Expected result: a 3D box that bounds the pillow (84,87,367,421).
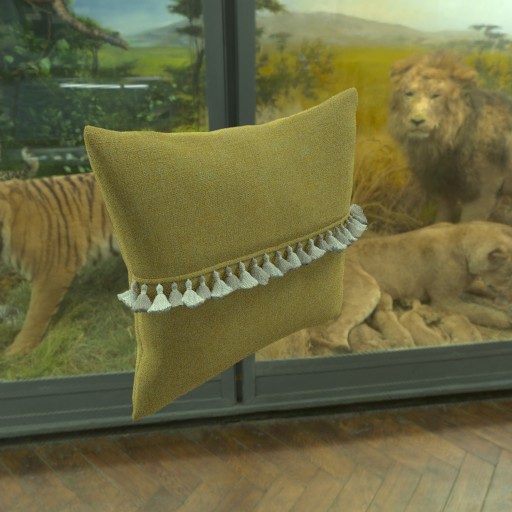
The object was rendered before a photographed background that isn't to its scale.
[{"bbox_3d":[0.000,0.000,0.731,0.485,0.481,0.167,-21,35,-32],"label":"pillow"}]
